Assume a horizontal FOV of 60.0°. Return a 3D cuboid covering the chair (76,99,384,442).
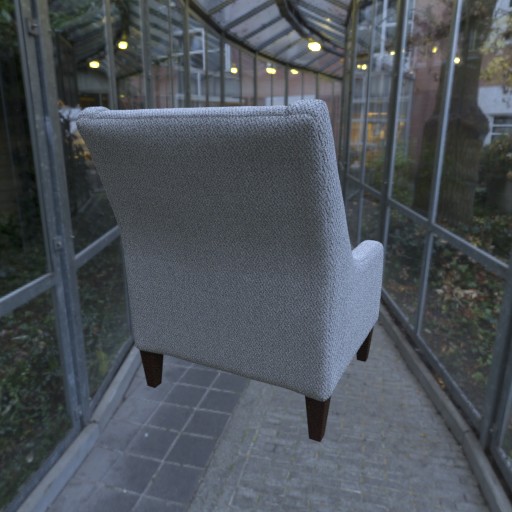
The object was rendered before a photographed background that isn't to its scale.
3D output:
[{"bbox_3d":[0.000,0.000,1.616,0.774,1.014,0.870,8,18,26],"label":"chair"}]
